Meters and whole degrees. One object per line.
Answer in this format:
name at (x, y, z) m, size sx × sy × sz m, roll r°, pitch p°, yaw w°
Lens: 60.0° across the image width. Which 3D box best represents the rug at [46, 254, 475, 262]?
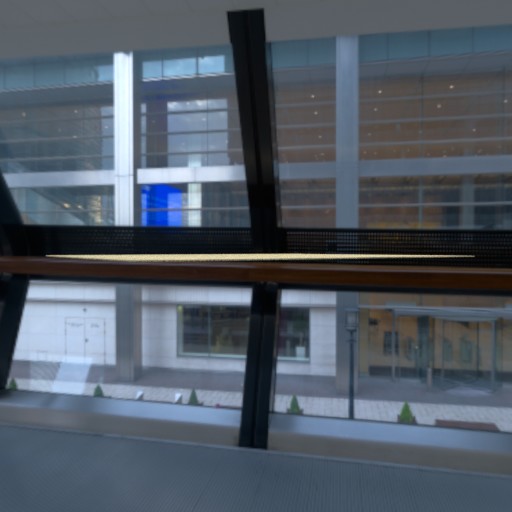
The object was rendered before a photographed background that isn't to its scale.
rug at (0.000, 0.000, 4.152) m, size 3.201 × 0.014 × 2.437 m, roll -1°, pitch 1°, yaw -35°
